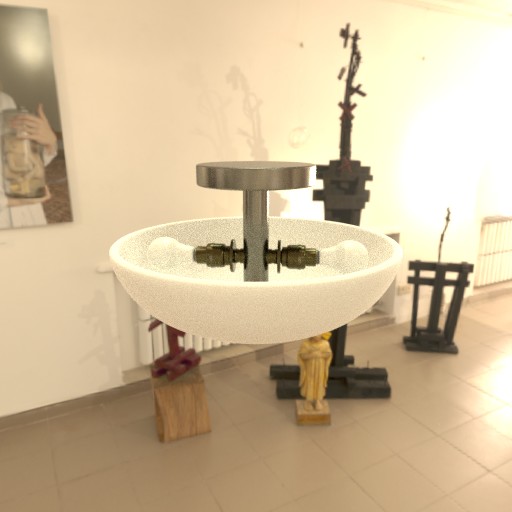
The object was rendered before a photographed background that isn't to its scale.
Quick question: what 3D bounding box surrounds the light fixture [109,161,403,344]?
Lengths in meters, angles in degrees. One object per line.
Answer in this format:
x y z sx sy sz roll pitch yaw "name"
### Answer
0.000 0.000 0.527 0.330 0.214 0.330 0 15 0 "light fixture"
